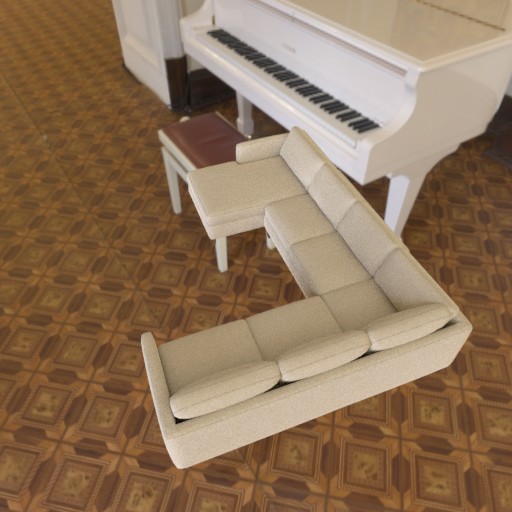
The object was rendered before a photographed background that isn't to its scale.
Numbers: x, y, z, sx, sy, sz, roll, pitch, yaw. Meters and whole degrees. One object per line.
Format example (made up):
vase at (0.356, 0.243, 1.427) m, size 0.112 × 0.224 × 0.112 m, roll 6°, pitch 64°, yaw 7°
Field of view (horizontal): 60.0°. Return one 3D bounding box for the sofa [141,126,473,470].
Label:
sofa at (0.000, 0.000, 4.444) m, size 2.551 × 0.853 × 3.238 m, roll -15°, pitch 48°, yaw -14°
